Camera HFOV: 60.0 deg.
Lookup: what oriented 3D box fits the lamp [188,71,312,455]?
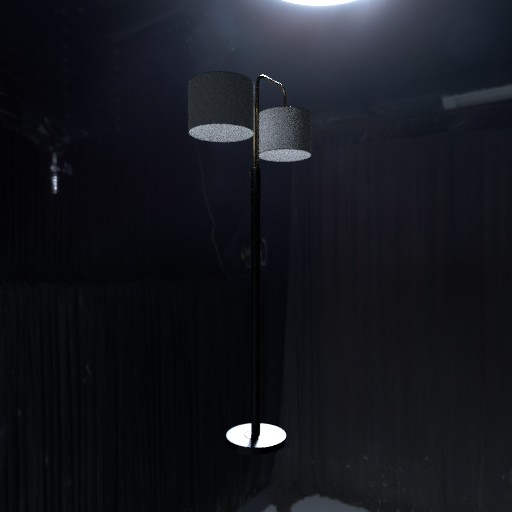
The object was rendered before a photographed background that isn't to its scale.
[{"bbox_3d":[0.000,0.000,1.896,0.254,1.587,0.711,0,0,36],"label":"lamp"}]
